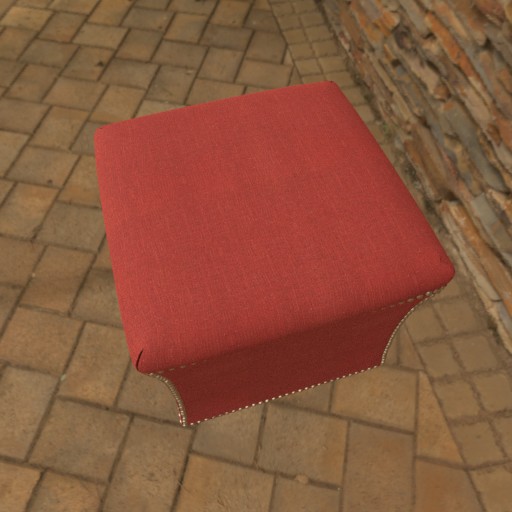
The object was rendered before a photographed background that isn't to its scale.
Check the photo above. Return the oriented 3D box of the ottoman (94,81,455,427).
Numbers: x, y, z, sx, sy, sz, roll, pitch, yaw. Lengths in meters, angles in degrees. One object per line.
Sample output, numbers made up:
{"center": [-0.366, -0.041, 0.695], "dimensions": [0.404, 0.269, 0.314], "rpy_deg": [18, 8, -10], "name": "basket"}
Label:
{"center": [0.000, 0.000, 0.910], "dimensions": [0.507, 0.475, 0.497], "rpy_deg": [-14, 59, -9], "name": "ottoman"}
